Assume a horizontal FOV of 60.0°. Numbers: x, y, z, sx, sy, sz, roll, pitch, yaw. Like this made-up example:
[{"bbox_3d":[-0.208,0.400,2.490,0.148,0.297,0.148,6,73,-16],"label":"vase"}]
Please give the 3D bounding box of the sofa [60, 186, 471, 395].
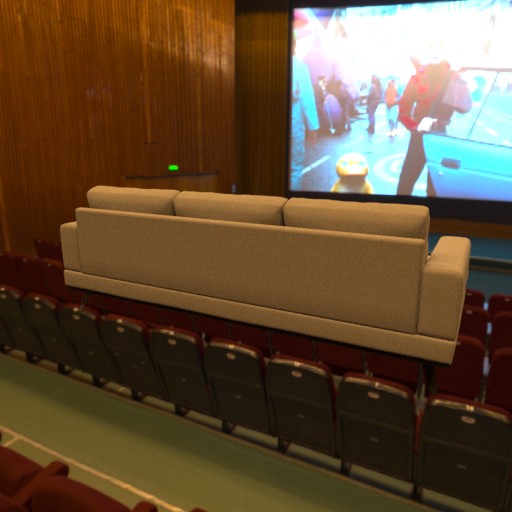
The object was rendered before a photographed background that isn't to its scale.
[{"bbox_3d":[0.000,0.000,2.679,2.310,0.810,0.920,7,16,26],"label":"sofa"}]
